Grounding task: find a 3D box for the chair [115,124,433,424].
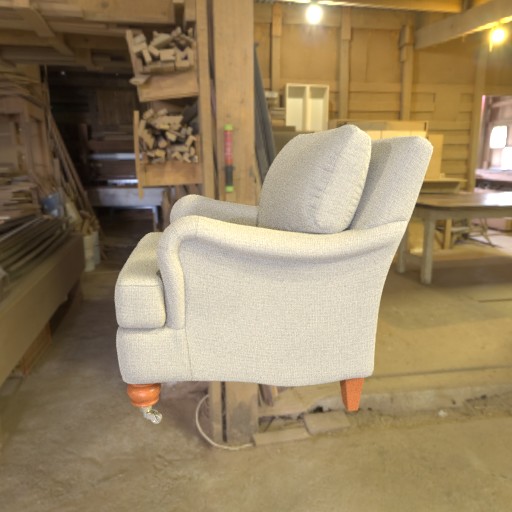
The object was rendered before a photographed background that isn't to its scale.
[{"bbox_3d":[0.000,0.000,1.896,1.070,1.038,0.955,-2,13,-8],"label":"chair"}]
